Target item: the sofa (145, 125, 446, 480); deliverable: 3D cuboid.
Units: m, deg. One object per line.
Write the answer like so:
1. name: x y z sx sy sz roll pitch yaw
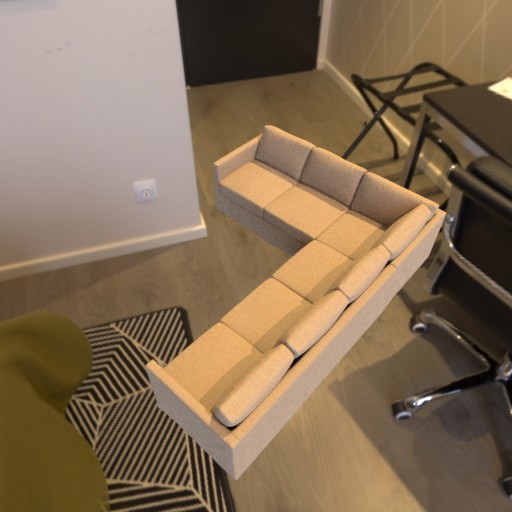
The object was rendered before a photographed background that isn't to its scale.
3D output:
1. sofa: 0.000 0.000 4.450 2.432 0.871 3.182 33 55 27
